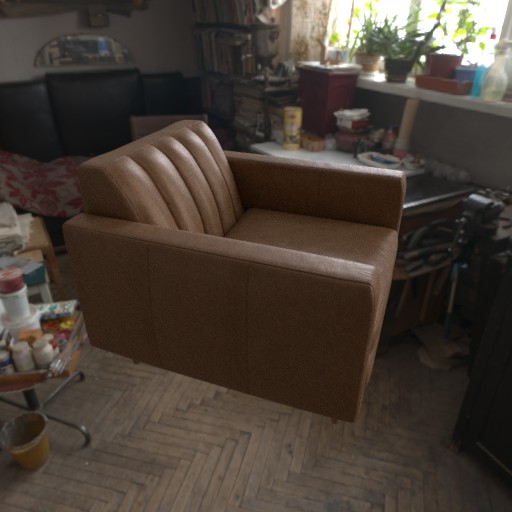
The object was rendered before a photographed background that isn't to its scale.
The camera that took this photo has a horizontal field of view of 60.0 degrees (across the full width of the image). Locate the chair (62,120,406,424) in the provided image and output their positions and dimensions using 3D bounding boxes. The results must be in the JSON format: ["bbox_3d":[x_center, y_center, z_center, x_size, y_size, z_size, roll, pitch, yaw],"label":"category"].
[{"bbox_3d":[0.000,0.000,1.692,0.998,0.819,0.953,11,31,18],"label":"chair"}]
